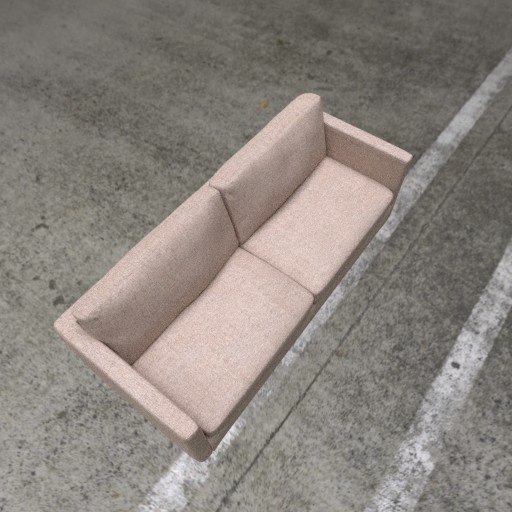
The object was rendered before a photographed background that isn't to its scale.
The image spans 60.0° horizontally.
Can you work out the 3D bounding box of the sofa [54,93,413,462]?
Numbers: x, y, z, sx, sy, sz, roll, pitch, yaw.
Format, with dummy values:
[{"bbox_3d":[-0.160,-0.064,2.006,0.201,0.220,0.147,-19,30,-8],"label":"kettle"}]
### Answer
[{"bbox_3d":[0.000,0.000,2.763,0.951,0.965,2.208,33,63,19],"label":"sofa"}]
